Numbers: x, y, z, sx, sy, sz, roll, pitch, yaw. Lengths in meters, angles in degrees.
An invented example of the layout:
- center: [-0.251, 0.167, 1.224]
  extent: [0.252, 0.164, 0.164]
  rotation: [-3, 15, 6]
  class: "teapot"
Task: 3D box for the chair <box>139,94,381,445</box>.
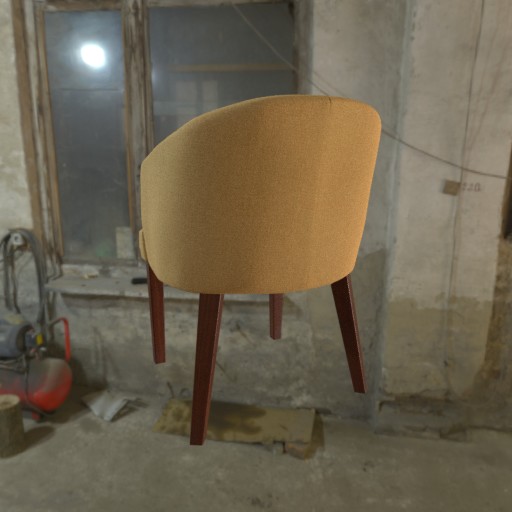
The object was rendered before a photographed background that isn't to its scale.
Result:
- center: [0.000, 0.000, 1.272]
  extent: [0.583, 0.811, 0.655]
  rotation: [-7, 15, -26]
  class: "chair"
